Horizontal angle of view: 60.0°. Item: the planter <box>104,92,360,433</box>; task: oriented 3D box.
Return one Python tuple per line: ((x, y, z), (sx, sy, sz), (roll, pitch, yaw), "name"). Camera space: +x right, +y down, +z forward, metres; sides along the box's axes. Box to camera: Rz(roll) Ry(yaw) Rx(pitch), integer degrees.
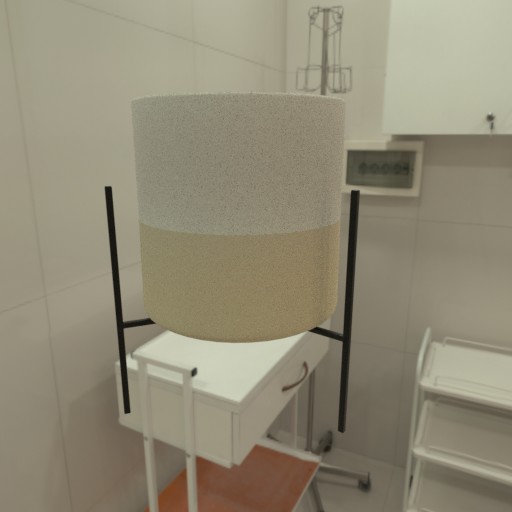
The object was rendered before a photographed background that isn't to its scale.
((0.000, 0.000, 0.550), (0.267, 0.362, 0.263), (7, 17, 25), "planter")
